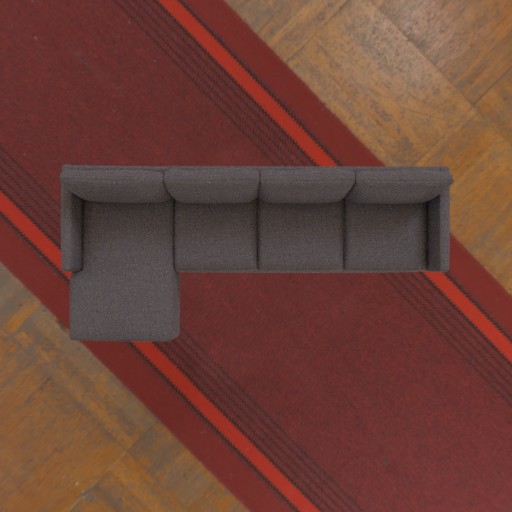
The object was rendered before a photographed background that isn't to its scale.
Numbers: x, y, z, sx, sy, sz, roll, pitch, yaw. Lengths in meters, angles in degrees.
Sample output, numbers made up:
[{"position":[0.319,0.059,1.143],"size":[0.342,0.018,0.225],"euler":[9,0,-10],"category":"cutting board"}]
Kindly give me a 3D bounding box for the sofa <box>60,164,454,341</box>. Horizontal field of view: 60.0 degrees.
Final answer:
[{"position":[0.000,0.000,3.232],"size":[2.731,0.754,1.258],"euler":[0,90,-1],"category":"sofa"}]
